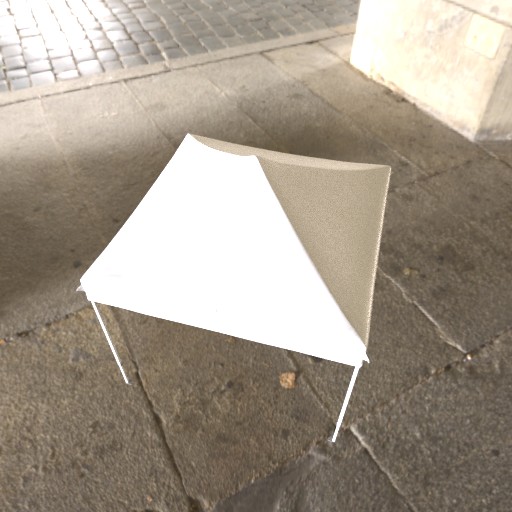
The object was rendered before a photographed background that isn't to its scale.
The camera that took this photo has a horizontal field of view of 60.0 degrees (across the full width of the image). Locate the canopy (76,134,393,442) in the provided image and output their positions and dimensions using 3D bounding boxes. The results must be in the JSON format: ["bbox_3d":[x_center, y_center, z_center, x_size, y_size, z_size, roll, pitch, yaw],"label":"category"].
[{"bbox_3d":[0.000,0.000,5.682,2.994,2.998,2.996,12,48,11],"label":"canopy"}]
